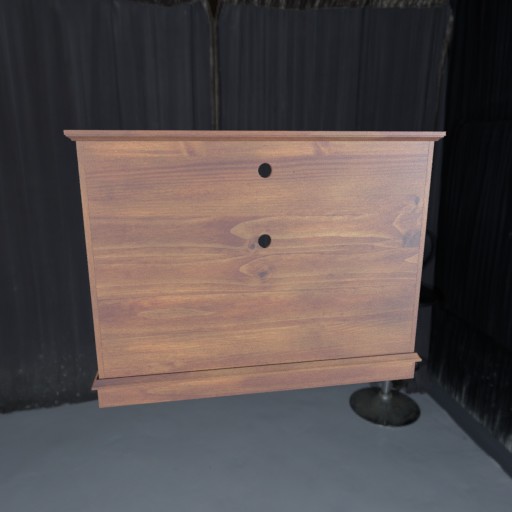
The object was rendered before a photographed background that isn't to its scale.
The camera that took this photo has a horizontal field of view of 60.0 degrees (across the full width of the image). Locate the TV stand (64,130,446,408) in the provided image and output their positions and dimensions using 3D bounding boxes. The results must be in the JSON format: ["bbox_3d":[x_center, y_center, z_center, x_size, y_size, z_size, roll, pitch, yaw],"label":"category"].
[{"bbox_3d":[0.000,0.000,1.514,1.067,0.813,0.406,-2,15,-10],"label":"TV stand"}]
